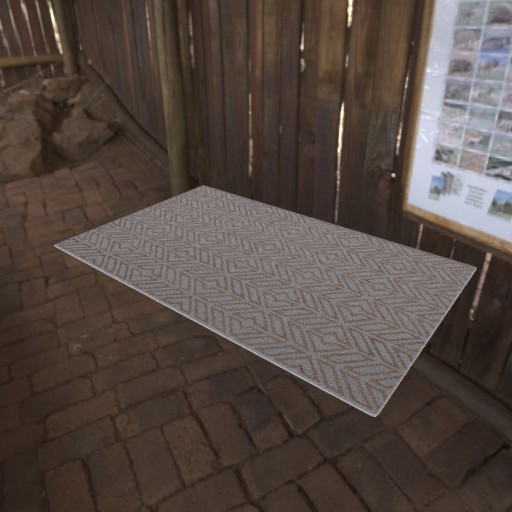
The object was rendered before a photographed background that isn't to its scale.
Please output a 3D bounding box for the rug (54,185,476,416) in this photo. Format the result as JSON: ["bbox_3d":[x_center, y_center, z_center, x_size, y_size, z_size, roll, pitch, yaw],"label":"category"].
[{"bbox_3d":[0.000,0.000,2.992,2.438,0.008,1.523,21,36,32],"label":"rug"}]
